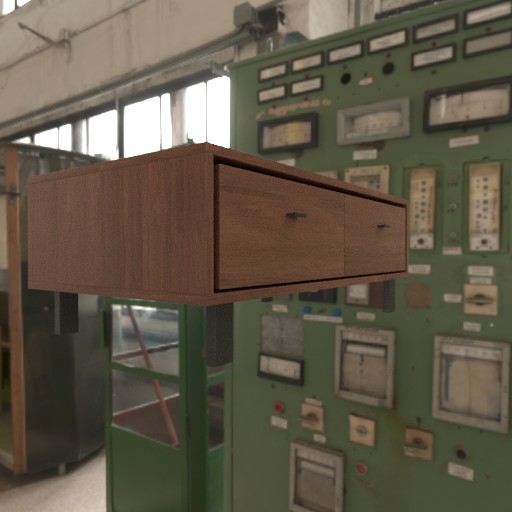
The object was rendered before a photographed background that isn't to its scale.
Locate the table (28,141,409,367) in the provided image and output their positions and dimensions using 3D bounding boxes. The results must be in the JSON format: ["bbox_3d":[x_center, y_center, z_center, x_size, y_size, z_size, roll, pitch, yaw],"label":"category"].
[{"bbox_3d":[0.000,0.000,1.289,0.600,0.380,1.020,0,1,37],"label":"table"}]
